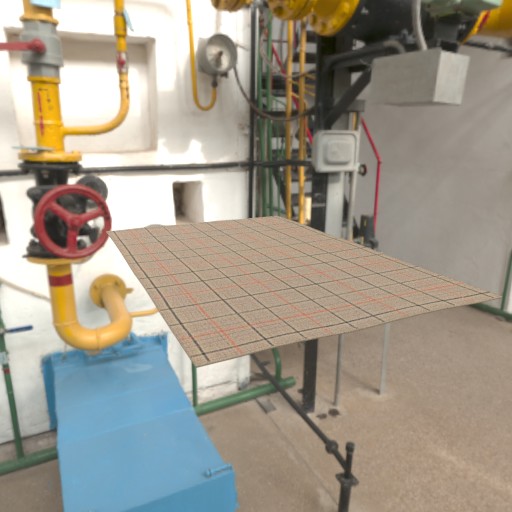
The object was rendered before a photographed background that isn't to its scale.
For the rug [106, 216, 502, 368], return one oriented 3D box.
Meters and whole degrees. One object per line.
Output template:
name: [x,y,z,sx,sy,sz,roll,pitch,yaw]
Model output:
rug: [0.000,0.000,2.238,1.220,0.013,1.829,-7,17,-24]
